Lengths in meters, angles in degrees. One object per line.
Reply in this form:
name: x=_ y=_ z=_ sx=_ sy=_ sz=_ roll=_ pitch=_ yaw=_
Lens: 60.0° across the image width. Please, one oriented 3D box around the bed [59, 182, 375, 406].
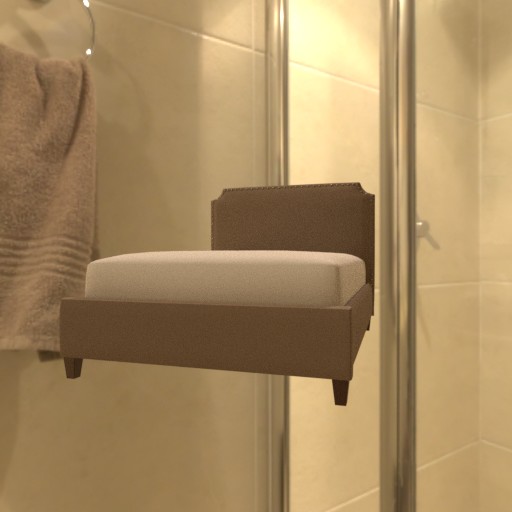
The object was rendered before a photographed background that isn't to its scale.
bed: x=0.000 y=0.000 z=3.471 sx=1.713 sy=1.443 sz=2.372 roll=0 pitch=0 yaw=17
